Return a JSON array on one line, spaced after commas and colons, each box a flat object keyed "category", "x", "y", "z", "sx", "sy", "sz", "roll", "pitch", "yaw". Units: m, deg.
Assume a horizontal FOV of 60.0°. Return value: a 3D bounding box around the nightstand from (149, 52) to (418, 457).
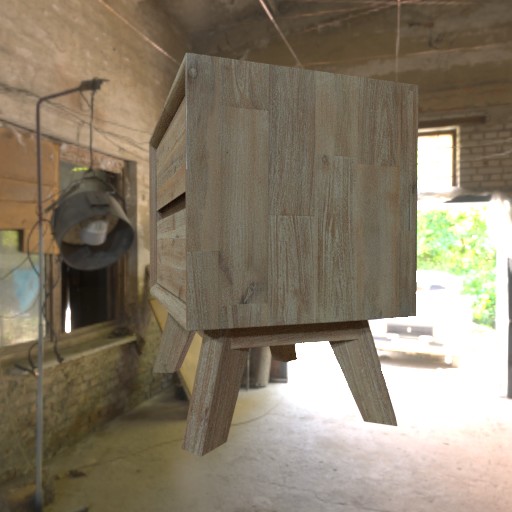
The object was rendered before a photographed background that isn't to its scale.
[{"category": "nightstand", "x": 0.000, "y": 0.000, "z": 0.956, "sx": 0.396, "sy": 0.589, "sz": 0.552, "roll": 0, "pitch": 1, "yaw": -19}]
